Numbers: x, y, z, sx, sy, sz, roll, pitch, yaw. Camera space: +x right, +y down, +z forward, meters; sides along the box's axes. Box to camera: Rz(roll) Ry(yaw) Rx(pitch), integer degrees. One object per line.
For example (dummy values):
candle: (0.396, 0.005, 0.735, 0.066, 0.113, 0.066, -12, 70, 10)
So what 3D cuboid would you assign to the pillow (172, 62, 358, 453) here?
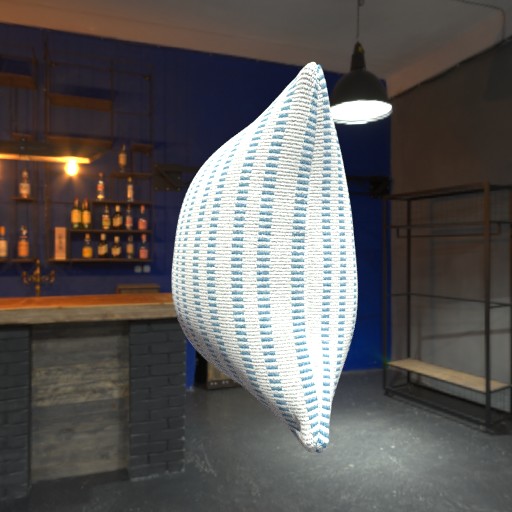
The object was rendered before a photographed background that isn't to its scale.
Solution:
pillow: (0.000, 0.000, 0.673, 0.247, 0.419, 0.438, 0, 1, -18)
